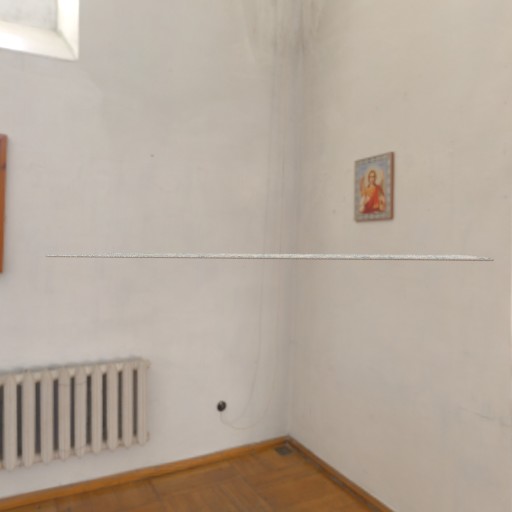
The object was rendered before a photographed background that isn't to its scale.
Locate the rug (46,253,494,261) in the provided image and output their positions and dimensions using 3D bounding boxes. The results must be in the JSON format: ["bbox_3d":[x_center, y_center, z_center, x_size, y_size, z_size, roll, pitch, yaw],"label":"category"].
[{"bbox_3d":[0.000,0.000,2.410,2.196,0.011,0.662,0,1,17],"label":"rug"}]
